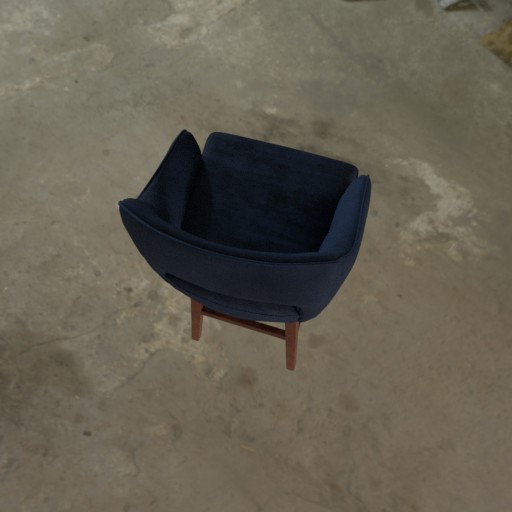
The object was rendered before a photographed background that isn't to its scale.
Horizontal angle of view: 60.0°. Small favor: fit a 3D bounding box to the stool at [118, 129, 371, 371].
[{"bbox_3d":[0.000,0.000,1.361,0.550,1.041,0.560,16,64,8],"label":"stool"}]
